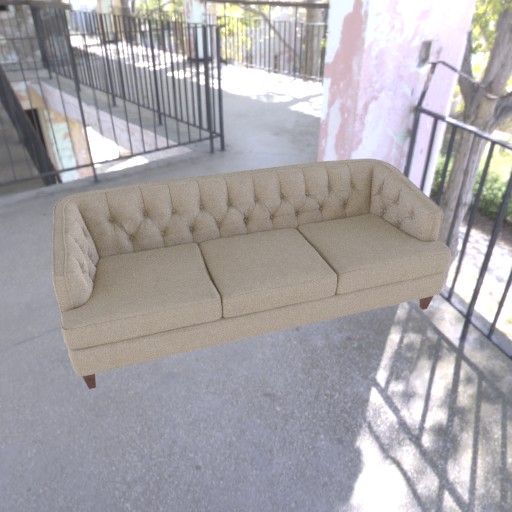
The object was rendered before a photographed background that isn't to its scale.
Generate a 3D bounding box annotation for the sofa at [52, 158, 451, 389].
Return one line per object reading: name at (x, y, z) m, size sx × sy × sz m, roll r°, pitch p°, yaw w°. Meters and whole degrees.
sofa at (0.000, 0.000, 2.750) m, size 2.235 × 0.788 × 0.913 m, roll -10°, pitch 33°, yaw -16°
